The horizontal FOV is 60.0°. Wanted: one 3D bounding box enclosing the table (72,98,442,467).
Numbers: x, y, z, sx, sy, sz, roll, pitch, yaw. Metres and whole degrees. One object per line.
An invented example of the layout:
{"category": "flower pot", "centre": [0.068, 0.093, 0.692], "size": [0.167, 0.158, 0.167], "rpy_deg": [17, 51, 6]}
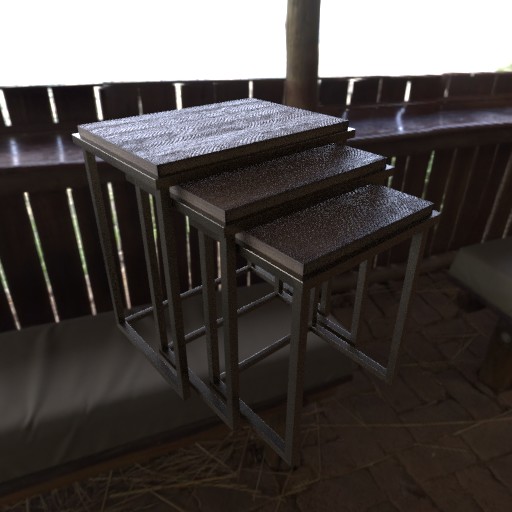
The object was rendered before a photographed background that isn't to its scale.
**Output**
{"category": "table", "centre": [0.000, 0.000, 1.123], "size": [0.559, 0.610, 0.706], "rpy_deg": [-23, 37, -34]}
